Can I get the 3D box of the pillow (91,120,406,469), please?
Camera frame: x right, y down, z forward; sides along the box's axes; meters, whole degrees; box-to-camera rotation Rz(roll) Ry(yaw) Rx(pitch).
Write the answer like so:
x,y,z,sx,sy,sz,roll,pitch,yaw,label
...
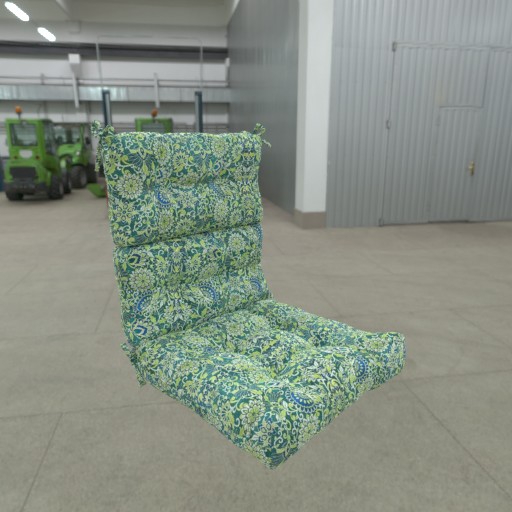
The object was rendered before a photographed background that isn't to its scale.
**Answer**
x,y,z,sx,sy,sz,roll,pitch,yaw,label
0.000,0.000,1.020,0.571,0.605,0.519,14,21,43,pillow
